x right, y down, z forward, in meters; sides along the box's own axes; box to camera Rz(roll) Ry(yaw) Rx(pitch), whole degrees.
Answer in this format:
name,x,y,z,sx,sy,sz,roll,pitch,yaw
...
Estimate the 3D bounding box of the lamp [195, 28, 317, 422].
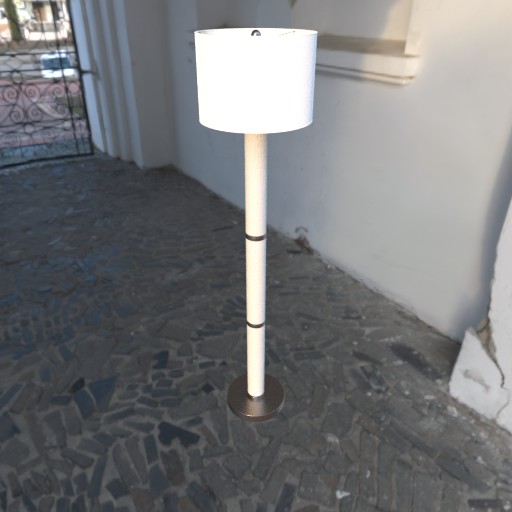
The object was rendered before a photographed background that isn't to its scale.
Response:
name,x,y,z,sx,sy,sz,roll,pitch,yaw
lamp,0.000,0.000,1.755,0.377,1.599,0.377,-8,31,-13
